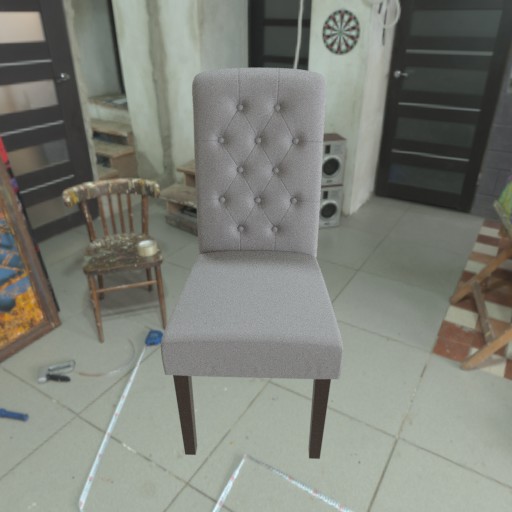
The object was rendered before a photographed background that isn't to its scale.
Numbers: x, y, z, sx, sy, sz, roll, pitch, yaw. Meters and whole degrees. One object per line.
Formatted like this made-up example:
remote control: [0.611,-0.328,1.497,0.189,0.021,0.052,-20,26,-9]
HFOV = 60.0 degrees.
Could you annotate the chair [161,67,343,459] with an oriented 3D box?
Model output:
chair: [0.000,0.000,1.353,0.456,1.006,0.671,1,29,2]
